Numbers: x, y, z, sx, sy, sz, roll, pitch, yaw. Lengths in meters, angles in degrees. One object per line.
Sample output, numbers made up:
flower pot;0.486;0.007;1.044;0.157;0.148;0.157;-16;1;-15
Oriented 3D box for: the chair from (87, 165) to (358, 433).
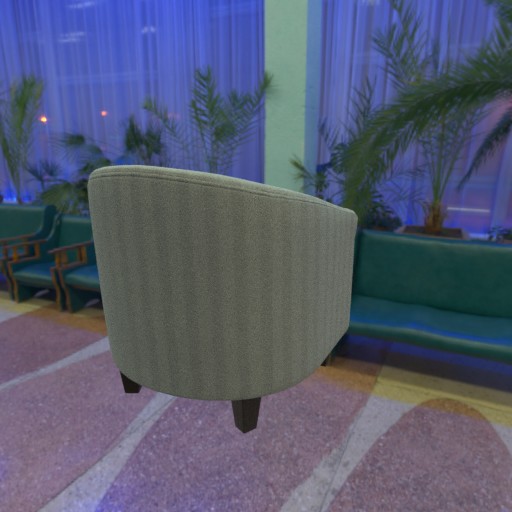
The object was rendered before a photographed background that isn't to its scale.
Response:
chair;0.000;0.000;1.707;0.756;0.757;1.288;8;17;26
